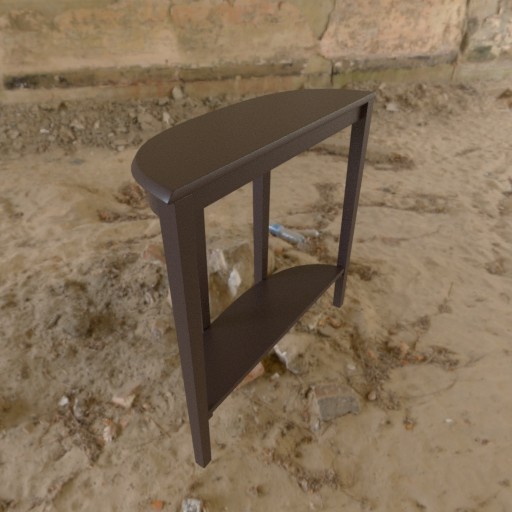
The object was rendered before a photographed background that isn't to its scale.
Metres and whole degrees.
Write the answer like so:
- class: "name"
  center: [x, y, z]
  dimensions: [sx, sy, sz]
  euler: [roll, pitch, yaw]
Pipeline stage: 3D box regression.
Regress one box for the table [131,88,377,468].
- class: "table"
  center: [0.000, 0.000, 1.343]
  dimensions: [0.274, 0.831, 0.909]
  euler: [21, 38, 29]
